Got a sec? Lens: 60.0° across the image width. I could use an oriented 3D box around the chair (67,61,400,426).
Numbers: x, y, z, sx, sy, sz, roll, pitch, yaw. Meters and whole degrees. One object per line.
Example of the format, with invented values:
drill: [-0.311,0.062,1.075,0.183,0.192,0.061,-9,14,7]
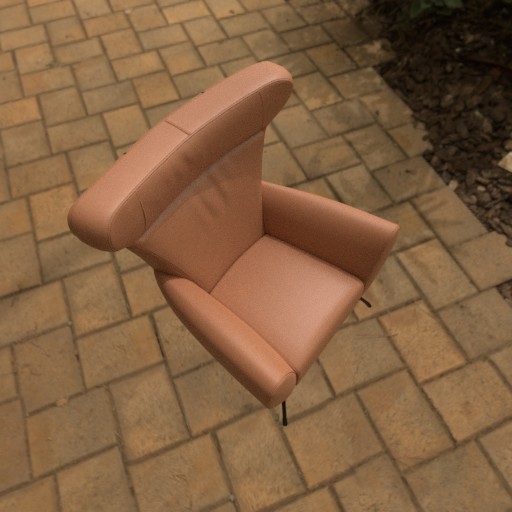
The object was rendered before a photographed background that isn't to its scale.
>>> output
chair: [0.000,0.000,1.800,0.900,1.050,0.980,34,64,19]
